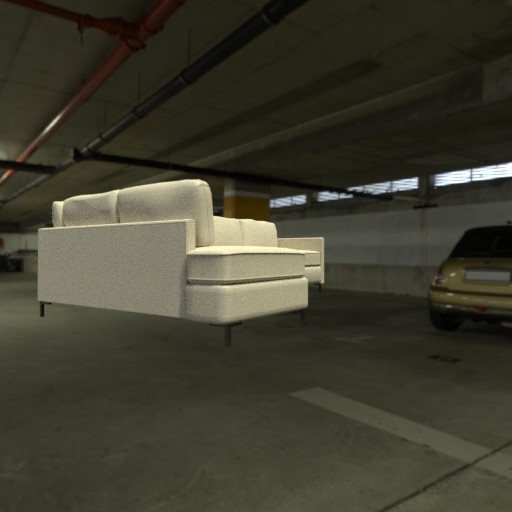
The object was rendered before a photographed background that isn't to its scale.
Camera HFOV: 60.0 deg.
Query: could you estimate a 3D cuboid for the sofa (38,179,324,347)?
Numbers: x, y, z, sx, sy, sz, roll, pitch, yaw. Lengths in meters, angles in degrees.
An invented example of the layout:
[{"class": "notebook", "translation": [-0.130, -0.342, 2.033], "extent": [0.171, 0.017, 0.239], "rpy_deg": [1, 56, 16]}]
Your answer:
[{"class": "sofa", "translation": [0.000, 0.000, 4.381], "extent": [2.048, 0.996, 3.384], "rpy_deg": [0, 0, 36]}]
